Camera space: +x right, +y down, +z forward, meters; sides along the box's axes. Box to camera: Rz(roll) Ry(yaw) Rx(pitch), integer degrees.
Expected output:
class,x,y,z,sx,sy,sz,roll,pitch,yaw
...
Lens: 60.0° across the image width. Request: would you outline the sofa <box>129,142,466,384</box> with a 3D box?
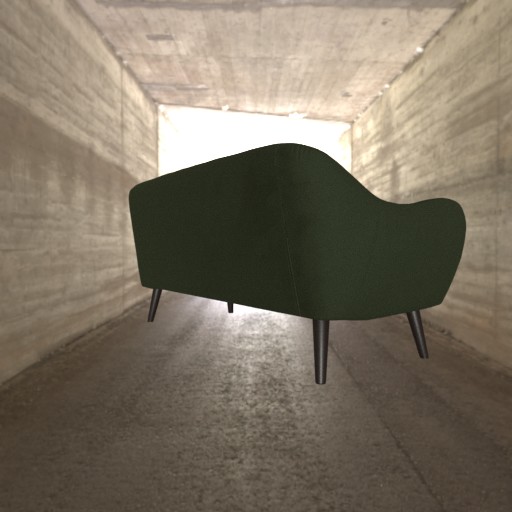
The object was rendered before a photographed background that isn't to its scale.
class,x,y,z,sx,sy,sz,roll,pitch,yaw
sofa,0.000,0.000,2.282,0.820,0.836,1.840,-1,2,-36
